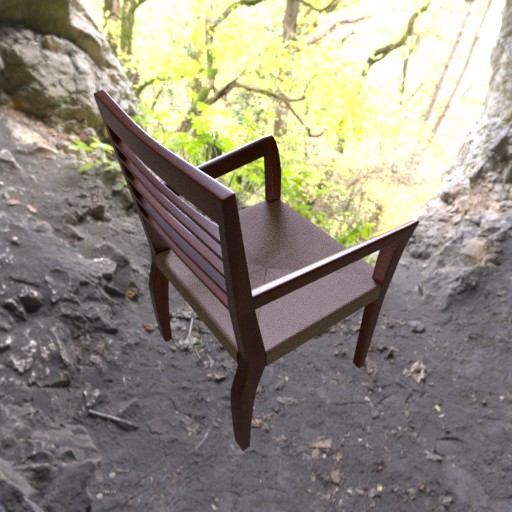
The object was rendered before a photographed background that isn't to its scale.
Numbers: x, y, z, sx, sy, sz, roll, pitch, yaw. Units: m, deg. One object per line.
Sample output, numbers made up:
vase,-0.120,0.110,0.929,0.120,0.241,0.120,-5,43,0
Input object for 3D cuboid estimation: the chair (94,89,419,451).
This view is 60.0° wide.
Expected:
chair,0.000,0.000,1.228,0.540,0.855,0.587,-25,46,-26
